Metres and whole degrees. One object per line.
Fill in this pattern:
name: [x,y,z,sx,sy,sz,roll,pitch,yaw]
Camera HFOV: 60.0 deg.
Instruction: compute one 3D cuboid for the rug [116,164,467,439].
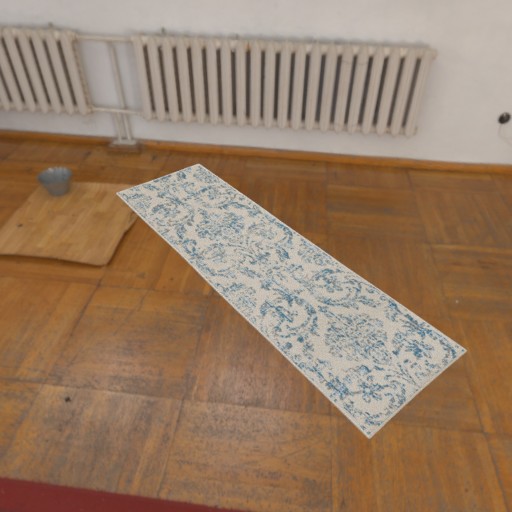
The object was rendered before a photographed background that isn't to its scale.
rug: [0.000,0.000,2.475,0.662,0.011,2.196,-27,47,-28]
